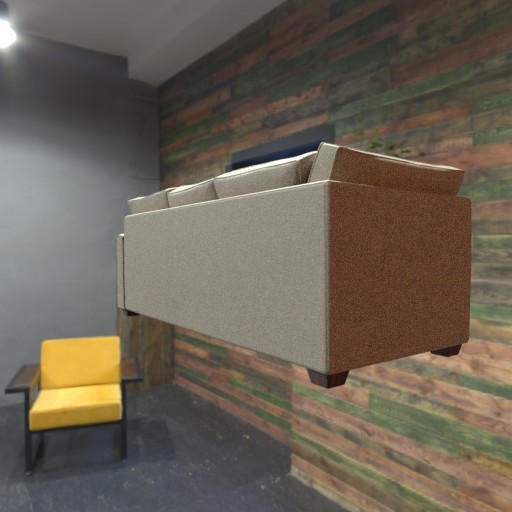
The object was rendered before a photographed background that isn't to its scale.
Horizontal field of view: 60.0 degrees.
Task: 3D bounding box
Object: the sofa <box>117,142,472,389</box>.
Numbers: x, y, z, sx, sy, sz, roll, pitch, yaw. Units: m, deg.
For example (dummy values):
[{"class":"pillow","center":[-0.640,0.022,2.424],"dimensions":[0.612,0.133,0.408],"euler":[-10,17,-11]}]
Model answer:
[{"class":"sofa","center":[0.000,0.000,2.826],"dimensions":[1.053,0.948,2.323],"euler":[-1,1,-35]}]
